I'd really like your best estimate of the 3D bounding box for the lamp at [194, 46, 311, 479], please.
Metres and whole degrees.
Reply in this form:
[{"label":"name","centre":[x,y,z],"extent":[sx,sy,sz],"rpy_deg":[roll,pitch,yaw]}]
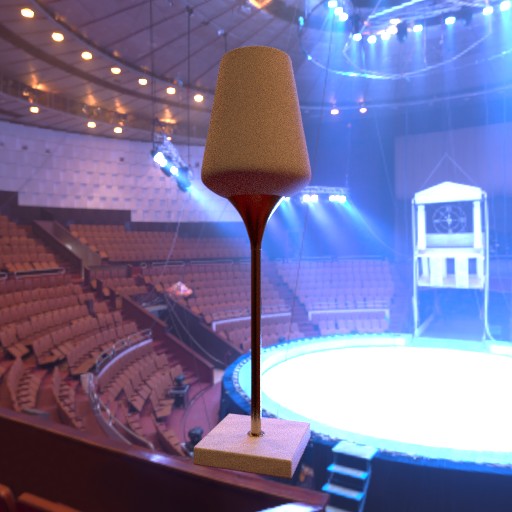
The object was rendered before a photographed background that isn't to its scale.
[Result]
[{"label":"lamp","centre":[0.000,0.000,0.730],"extent":[0.181,0.639,0.181],"rpy_deg":[0,0,17]}]
